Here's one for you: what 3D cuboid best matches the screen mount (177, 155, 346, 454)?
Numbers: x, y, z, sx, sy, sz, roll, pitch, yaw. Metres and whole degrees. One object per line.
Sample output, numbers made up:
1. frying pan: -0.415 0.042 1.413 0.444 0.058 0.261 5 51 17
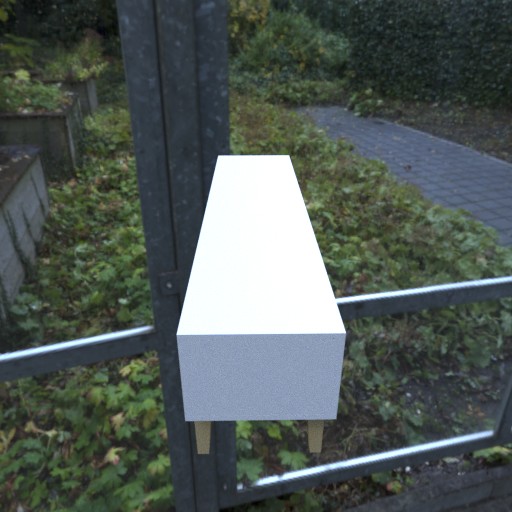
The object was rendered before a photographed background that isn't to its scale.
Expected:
1. screen mount: 0.000 0.000 1.872 0.399 0.432 1.644 0 27 -1
